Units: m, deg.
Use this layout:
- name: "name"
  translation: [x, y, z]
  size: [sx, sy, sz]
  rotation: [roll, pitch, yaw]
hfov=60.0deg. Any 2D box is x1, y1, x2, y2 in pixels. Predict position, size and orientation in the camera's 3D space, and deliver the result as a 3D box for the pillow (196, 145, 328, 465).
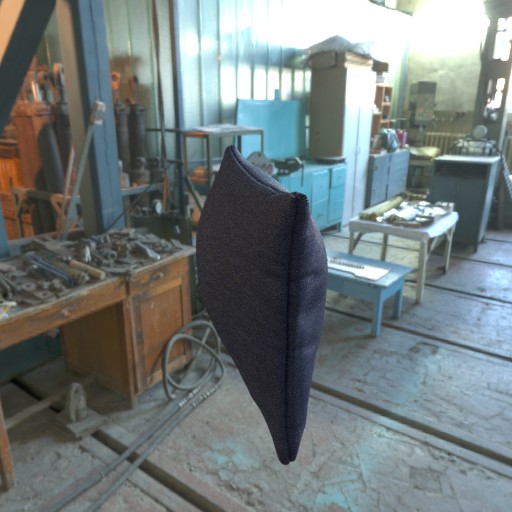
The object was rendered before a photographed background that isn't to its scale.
- name: "pillow"
  translation: [0.000, 0.000, 0.789]
  size: [0.210, 0.338, 0.633]
  rotation: [-3, 19, -9]
